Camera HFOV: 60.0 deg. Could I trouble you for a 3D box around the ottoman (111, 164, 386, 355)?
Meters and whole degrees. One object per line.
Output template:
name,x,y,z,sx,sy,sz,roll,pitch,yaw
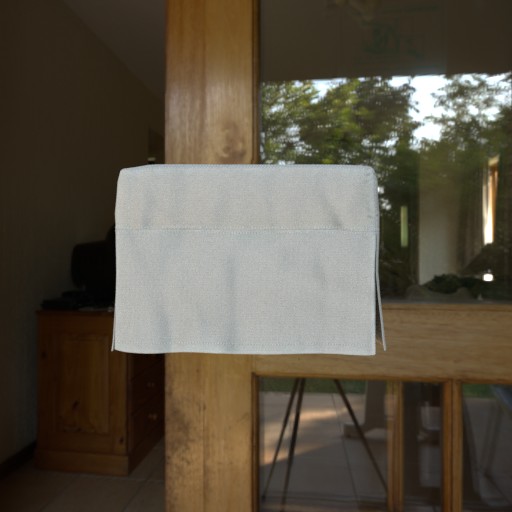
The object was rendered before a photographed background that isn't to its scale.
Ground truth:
ottoman,0.000,0.000,1.708,0.665,0.457,1.388,0,0,2
